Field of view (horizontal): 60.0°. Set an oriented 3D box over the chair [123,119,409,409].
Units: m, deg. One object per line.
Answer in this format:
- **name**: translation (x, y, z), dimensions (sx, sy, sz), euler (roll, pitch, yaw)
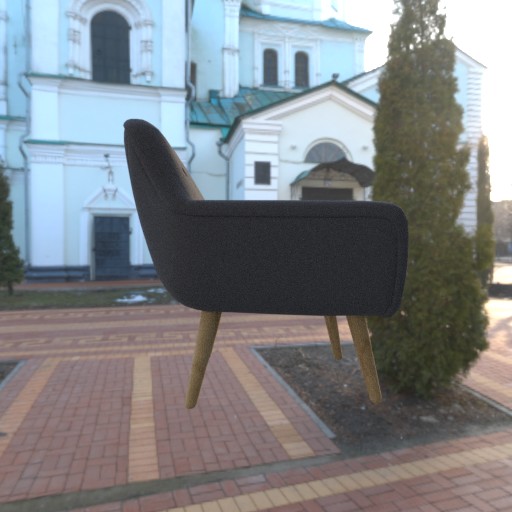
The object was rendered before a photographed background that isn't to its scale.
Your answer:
- **chair**: translation (0.000, 0.000, 1.440), dimensions (0.779, 0.800, 0.770), euler (0, 1, -2)
